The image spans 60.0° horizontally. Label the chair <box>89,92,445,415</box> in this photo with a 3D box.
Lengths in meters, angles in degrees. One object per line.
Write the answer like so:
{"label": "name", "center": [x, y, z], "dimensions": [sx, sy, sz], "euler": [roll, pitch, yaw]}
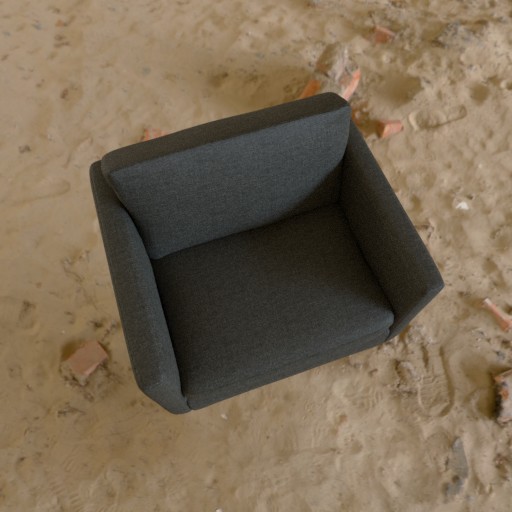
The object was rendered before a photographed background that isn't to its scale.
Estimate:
{"label": "chair", "center": [0.000, 0.000, 1.858], "dimensions": [1.107, 0.963, 0.959], "euler": [-17, 65, -8]}
